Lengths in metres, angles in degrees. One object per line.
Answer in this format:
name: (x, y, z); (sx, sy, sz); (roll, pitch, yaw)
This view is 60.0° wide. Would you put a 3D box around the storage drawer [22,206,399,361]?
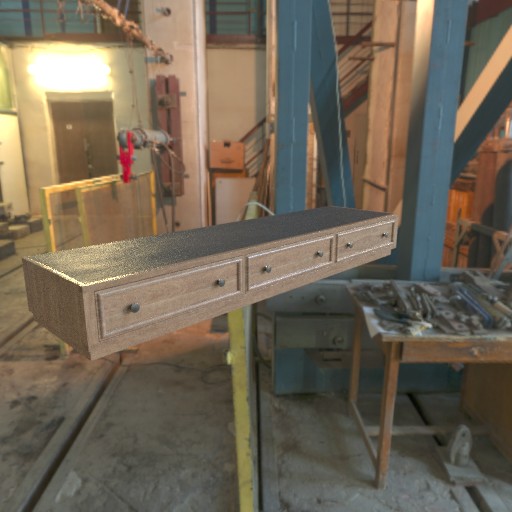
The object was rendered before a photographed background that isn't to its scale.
storage drawer: (0.000, 0.000, 2.259); (0.538, 0.264, 2.032); (14, 20, 43)
